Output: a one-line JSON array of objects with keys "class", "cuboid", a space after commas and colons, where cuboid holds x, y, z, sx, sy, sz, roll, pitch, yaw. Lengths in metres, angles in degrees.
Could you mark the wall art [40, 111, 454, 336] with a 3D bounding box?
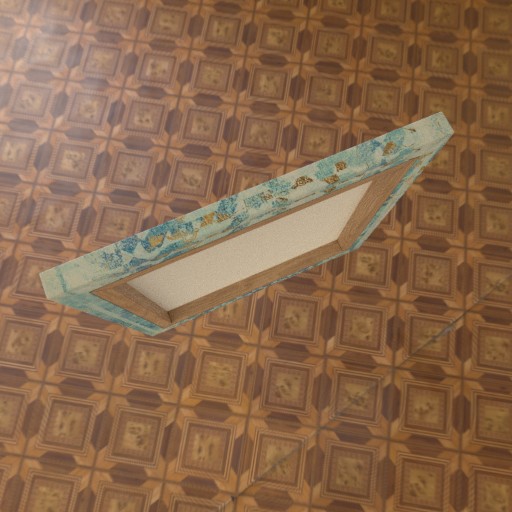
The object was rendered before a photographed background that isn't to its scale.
[{"class": "wall art", "cuboid": [0.000, 0.000, 0.906, 0.609, 0.609, 0.040, -23, 76, -6]}]
